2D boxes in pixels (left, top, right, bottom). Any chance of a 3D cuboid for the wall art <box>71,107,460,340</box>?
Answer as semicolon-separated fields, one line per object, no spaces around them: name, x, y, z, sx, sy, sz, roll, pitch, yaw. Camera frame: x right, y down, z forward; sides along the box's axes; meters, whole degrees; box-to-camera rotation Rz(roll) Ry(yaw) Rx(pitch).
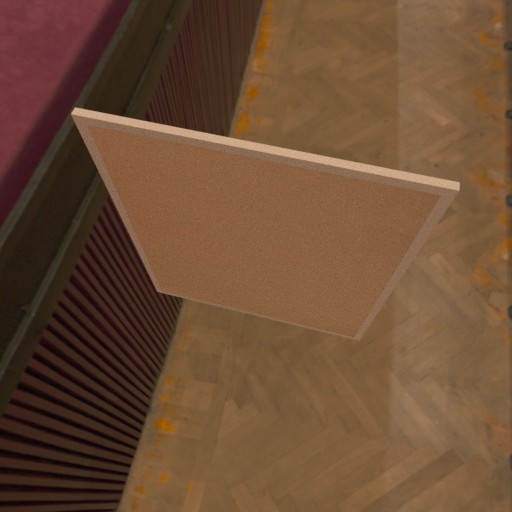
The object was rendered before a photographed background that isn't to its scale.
wall art;0.000;0.000;0.781;0.482;0.557;0.012;13;62;7
